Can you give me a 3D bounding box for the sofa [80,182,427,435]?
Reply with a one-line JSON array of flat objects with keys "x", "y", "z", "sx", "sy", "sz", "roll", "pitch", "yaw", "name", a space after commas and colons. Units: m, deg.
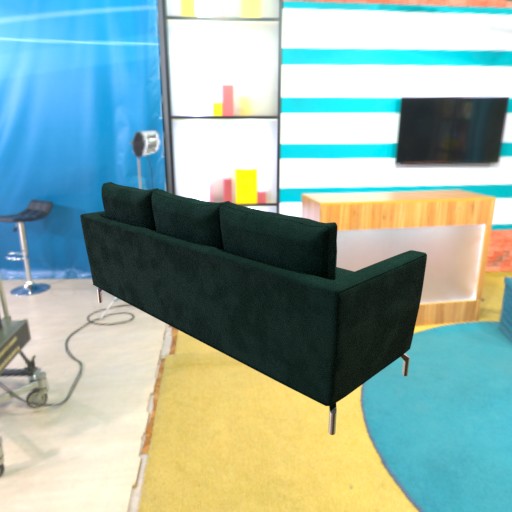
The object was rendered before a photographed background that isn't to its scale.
[{"x": 0.000, "y": 0.000, "z": 3.219, "sx": 2.441, "sy": 1.007, "sz": 1.489, "roll": 15, "pitch": 22, "yaw": 43, "name": "sofa"}]
